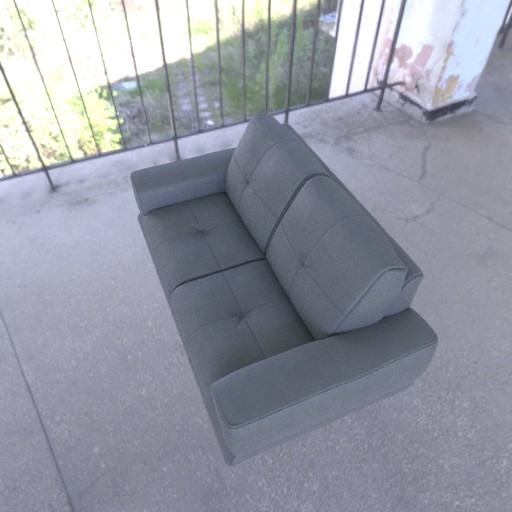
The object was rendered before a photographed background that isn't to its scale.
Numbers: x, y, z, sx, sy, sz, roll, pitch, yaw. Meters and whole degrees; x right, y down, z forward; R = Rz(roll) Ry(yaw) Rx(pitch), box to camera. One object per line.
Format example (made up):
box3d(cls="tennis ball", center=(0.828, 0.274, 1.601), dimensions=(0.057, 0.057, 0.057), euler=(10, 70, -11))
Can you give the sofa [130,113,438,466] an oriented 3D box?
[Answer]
box3d(cls="sofa", center=(0.000, 0.000, 2.405), dimensions=(1.018, 0.907, 1.806), euler=(-17, 49, -16))
